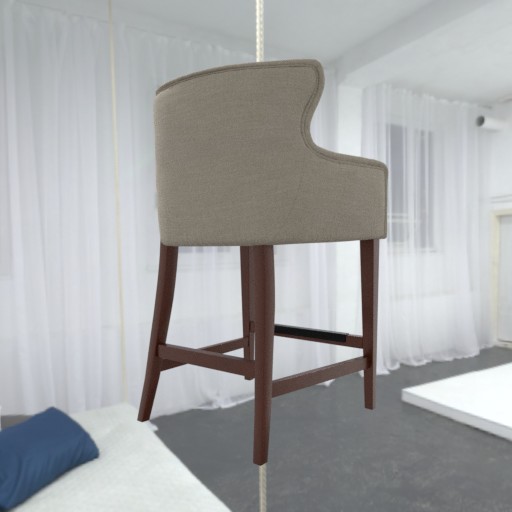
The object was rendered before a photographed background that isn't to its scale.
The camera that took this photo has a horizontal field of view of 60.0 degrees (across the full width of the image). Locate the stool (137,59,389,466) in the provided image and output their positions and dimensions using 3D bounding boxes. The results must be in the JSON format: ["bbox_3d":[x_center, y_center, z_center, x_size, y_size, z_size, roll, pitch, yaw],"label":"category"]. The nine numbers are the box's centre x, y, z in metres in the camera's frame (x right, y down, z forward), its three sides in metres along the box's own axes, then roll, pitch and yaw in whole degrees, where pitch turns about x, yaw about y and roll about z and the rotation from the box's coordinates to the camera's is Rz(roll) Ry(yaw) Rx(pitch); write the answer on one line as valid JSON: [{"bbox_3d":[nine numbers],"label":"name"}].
[{"bbox_3d":[0.000,0.000,1.379,0.615,0.987,0.637,1,1,39],"label":"stool"}]
